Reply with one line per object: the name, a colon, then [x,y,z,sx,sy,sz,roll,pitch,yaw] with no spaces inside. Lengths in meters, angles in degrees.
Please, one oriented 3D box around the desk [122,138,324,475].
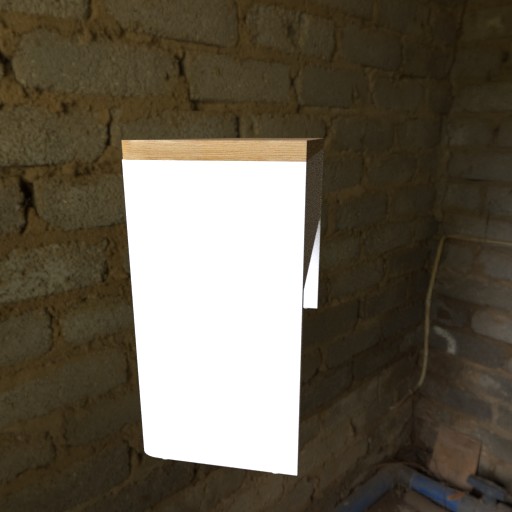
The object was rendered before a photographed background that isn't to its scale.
desk: [0.000,0.000,1.488,0.390,0.760,1.100,3,15,10]
